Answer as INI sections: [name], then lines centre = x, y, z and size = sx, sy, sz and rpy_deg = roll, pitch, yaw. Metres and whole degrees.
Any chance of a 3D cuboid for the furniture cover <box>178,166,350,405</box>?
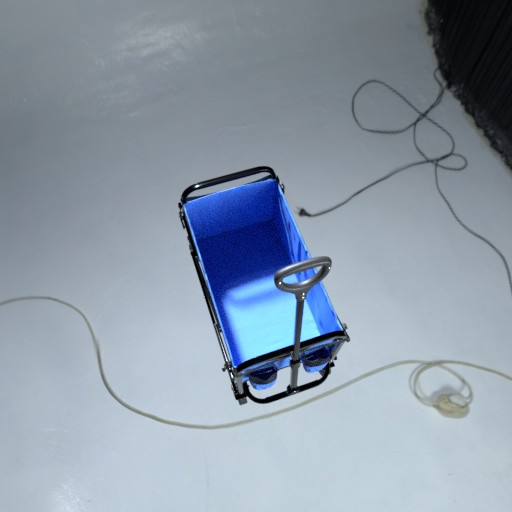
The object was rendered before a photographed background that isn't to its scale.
[furniture cover]
centre = 0.000, 0.000, 1.828
size = 0.532, 1.295, 1.038
rpy_deg = -17, 64, -8
